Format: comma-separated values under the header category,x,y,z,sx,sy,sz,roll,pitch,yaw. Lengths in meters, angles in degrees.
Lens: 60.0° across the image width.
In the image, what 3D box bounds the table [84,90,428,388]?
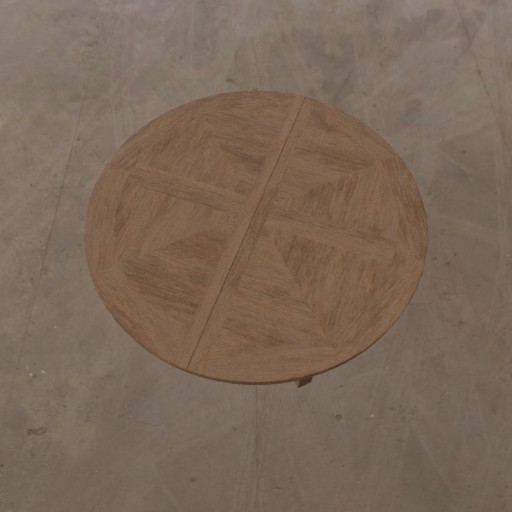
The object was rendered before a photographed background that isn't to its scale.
category,x,y,z,sx,sy,sz,roll,pitch,yaw
table,0.000,0.000,2.065,1.319,0.762,1.319,0,62,0
